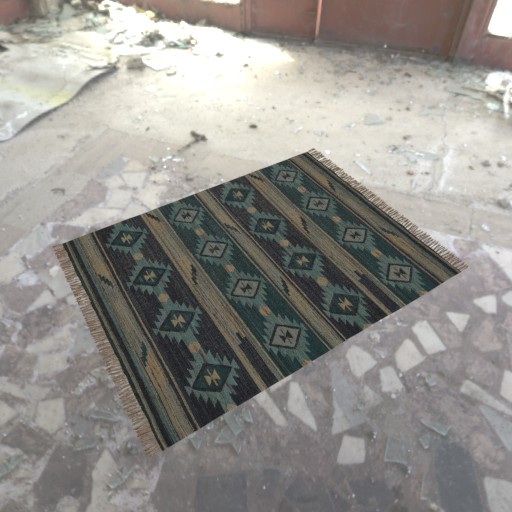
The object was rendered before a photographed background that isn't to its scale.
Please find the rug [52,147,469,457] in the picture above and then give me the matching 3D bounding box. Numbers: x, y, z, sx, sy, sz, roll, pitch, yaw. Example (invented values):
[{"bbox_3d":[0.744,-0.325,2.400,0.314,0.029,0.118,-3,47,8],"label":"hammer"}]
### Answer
[{"bbox_3d":[0.000,0.000,4.306,3.307,0.047,2.418,-25,51,-22],"label":"rug"}]
